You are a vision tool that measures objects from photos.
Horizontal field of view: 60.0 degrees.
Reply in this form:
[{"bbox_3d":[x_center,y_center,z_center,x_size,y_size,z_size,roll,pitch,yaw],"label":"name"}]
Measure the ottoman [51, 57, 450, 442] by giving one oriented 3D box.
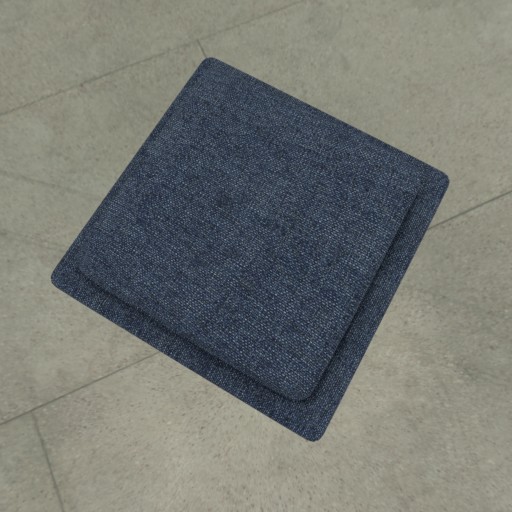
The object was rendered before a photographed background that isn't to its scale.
[{"bbox_3d":[0.000,0.000,0.826,0.450,0.460,0.450,29,77,7],"label":"ottoman"}]
